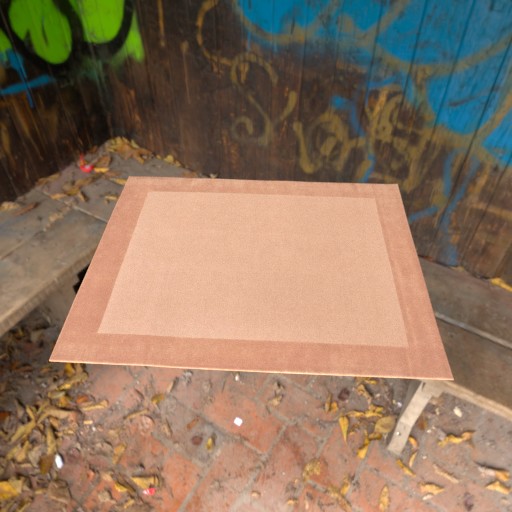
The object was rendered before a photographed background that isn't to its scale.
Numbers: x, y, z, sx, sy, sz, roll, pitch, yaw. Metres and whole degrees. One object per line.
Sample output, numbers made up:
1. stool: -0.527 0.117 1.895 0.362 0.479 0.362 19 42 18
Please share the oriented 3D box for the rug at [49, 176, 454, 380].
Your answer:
1. rug: 0.000 0.000 4.177 3.057 0.021 2.431 2 45 2
